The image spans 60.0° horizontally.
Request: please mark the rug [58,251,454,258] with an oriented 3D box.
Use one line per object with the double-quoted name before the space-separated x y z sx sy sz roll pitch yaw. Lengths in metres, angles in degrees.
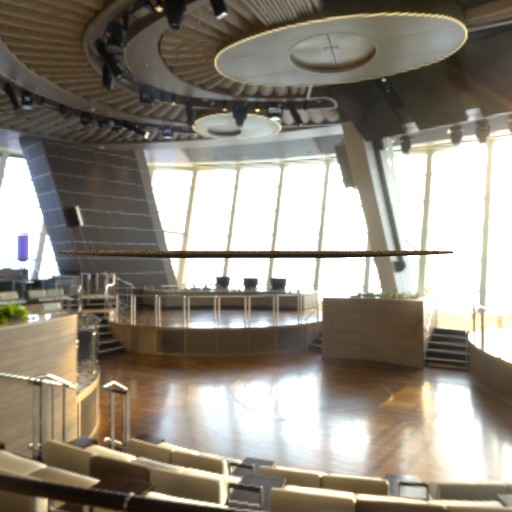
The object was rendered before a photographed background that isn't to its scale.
"rug" 0.000 0.000 2.272 1.219 0.011 1.829 0 -1 0
